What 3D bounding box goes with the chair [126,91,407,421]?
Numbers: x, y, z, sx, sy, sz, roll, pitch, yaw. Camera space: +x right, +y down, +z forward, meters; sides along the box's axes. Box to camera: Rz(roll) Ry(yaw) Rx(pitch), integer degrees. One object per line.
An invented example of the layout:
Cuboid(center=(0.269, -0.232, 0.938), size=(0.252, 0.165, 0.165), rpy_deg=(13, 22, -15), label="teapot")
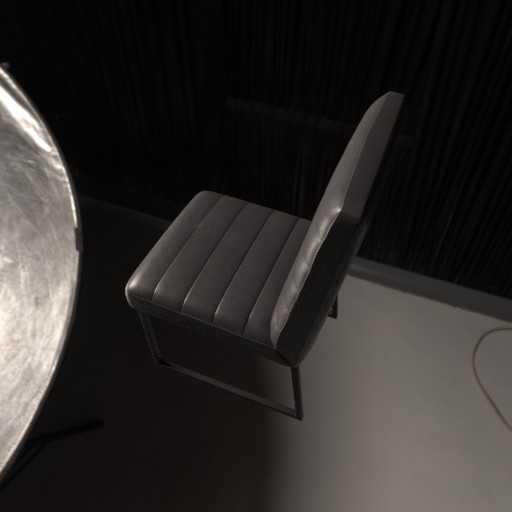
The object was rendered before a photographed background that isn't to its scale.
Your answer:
Cuboid(center=(0.000, 0.000, 1.341), size=(0.634, 0.930, 0.520), rpy_deg=(16, 48, 15), label="chair")
